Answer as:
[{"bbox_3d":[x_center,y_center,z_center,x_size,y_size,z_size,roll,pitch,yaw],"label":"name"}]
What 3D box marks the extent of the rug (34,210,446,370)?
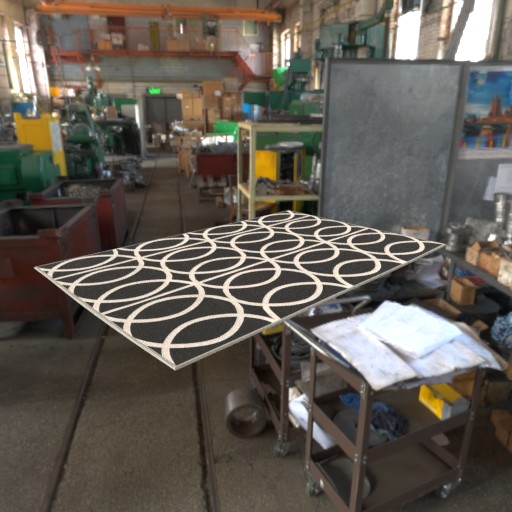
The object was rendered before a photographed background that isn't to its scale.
[{"bbox_3d":[0.000,0.000,2.905,2.294,0.014,1.528,-17,25,-41],"label":"rug"}]
